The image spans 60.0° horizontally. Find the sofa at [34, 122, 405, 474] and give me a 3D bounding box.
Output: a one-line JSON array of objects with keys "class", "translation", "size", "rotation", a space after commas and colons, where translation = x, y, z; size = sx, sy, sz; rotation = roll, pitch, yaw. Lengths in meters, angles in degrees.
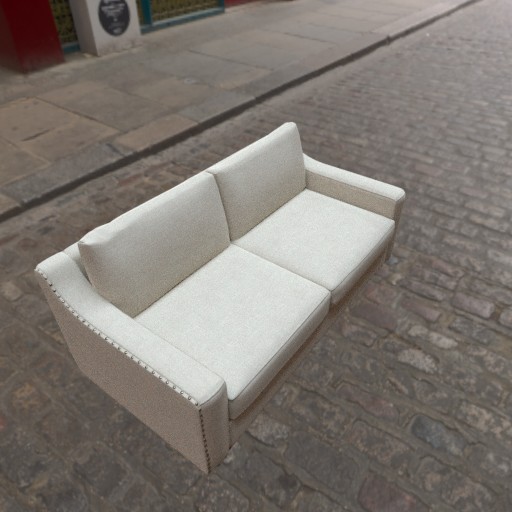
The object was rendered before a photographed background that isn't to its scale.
[{"class": "sofa", "translation": [0.000, 0.000, 2.723], "size": [1.104, 0.983, 2.107], "rotation": [25, 45, 28]}]
